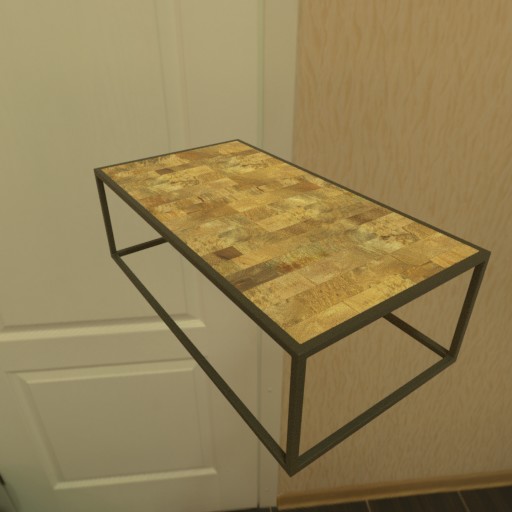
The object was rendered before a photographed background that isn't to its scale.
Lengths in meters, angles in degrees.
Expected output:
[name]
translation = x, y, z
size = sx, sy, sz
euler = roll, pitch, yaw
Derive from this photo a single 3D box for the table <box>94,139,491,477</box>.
[table]
translation = 0.000, 0.000, 1.509
size = 0.649, 0.398, 1.199
euler = -20, 37, -29
